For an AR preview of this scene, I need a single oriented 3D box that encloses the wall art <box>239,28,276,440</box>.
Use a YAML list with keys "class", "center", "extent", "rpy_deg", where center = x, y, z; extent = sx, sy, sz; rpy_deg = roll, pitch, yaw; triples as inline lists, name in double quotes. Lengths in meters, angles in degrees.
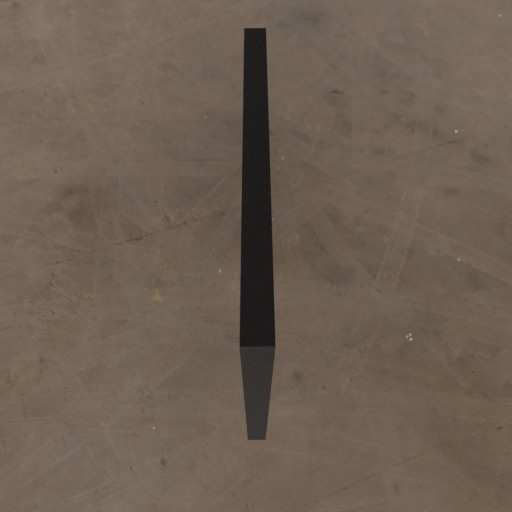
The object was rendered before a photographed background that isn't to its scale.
- class: "wall art"
  center: [0.000, 0.000, 0.690]
  extent: [0.030, 0.458, 0.462]
  rpy_deg: [0, 58, 0]
